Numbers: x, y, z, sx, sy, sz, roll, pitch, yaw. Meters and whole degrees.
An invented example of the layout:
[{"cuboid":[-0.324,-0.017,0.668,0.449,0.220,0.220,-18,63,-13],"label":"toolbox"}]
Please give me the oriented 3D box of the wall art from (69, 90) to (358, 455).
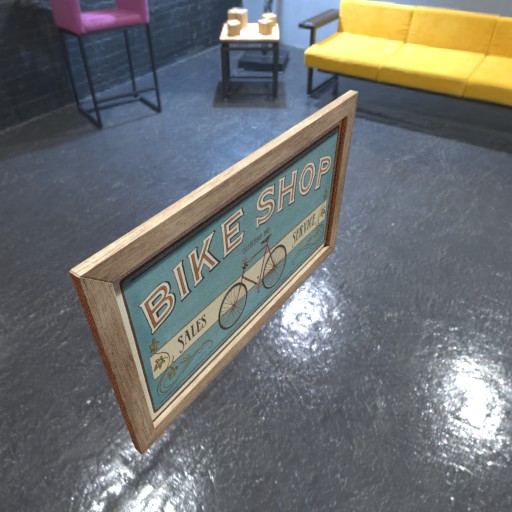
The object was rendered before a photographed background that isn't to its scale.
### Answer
[{"cuboid":[0.000,0.000,0.955,0.021,0.480,0.780,26,47,27],"label":"wall art"}]
